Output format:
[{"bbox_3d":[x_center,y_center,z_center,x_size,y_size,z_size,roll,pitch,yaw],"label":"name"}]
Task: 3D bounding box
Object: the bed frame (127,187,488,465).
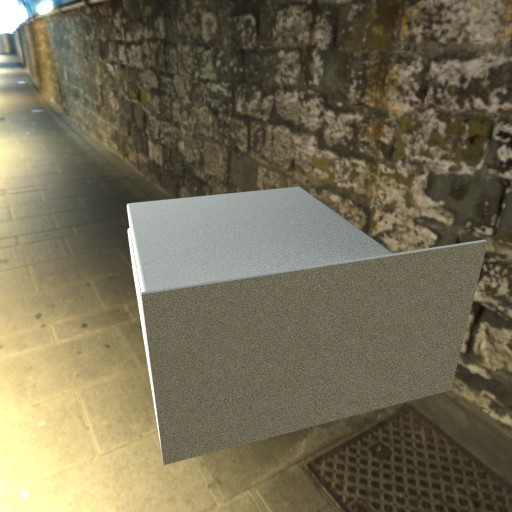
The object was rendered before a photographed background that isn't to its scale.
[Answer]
[{"bbox_3d":[0.000,0.000,2.625,1.400,0.800,1.900,-8,27,-16],"label":"bed frame"}]
